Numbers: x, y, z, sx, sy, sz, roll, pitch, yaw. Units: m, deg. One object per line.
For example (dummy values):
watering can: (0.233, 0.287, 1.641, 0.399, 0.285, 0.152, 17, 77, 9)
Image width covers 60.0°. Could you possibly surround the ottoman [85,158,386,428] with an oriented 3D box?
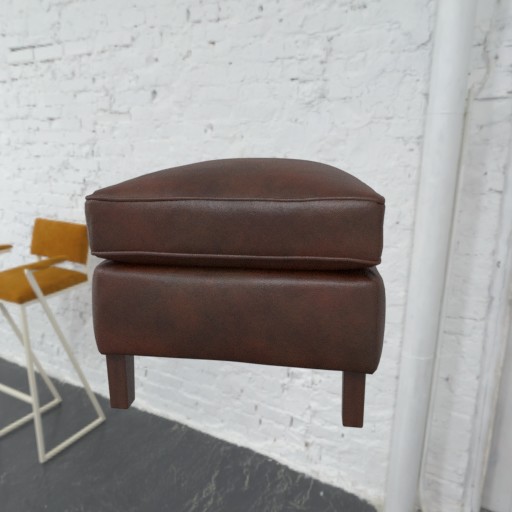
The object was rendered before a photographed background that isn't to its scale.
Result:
ottoman: (0.000, 0.000, 0.997, 0.501, 0.432, 0.665, 2, 13, 8)
